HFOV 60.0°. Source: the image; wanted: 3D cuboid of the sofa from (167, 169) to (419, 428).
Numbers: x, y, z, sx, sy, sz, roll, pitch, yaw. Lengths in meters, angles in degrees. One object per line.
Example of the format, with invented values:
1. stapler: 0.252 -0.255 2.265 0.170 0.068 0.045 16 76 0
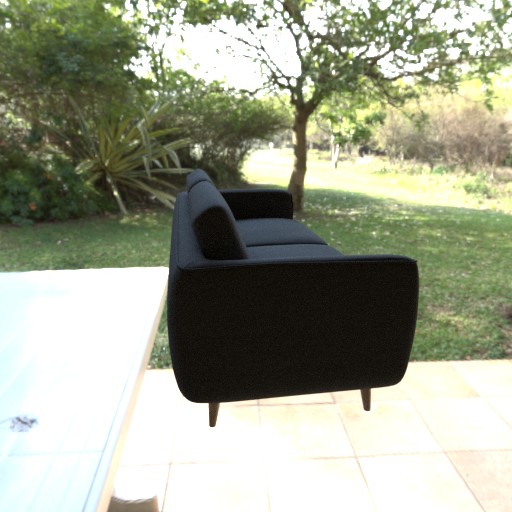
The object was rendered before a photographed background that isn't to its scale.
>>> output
1. sofa: 0.000 0.000 2.429 0.920 0.850 2.000 -3 16 -9
